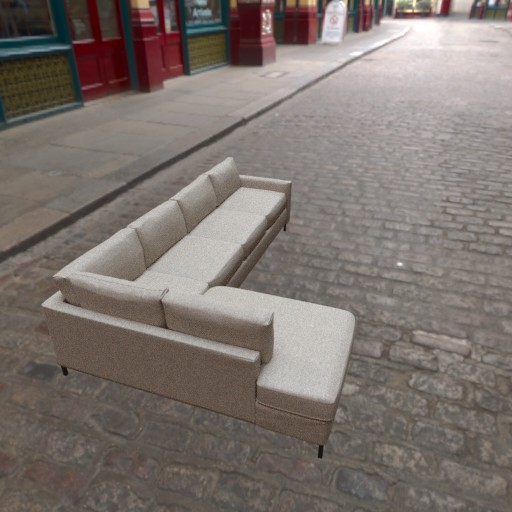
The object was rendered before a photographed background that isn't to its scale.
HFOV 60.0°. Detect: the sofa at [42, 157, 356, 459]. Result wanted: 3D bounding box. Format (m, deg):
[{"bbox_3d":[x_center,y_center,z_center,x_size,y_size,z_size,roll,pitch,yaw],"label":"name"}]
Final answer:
[{"bbox_3d":[0.000,0.000,3.167,1.617,0.703,2.423,10,31,17],"label":"sofa"}]
